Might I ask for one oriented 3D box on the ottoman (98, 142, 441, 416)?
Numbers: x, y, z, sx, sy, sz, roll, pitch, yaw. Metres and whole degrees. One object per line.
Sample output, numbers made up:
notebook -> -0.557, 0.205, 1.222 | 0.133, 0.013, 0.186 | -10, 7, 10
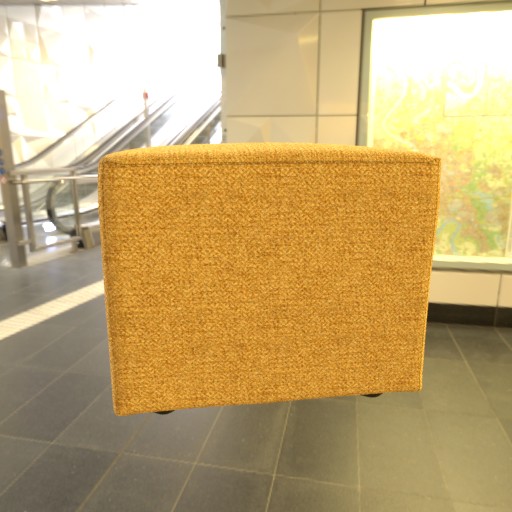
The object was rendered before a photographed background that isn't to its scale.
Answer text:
ottoman -> 0.000, 0.000, 0.893 | 0.505, 0.441, 0.512 | -2, 14, -8
